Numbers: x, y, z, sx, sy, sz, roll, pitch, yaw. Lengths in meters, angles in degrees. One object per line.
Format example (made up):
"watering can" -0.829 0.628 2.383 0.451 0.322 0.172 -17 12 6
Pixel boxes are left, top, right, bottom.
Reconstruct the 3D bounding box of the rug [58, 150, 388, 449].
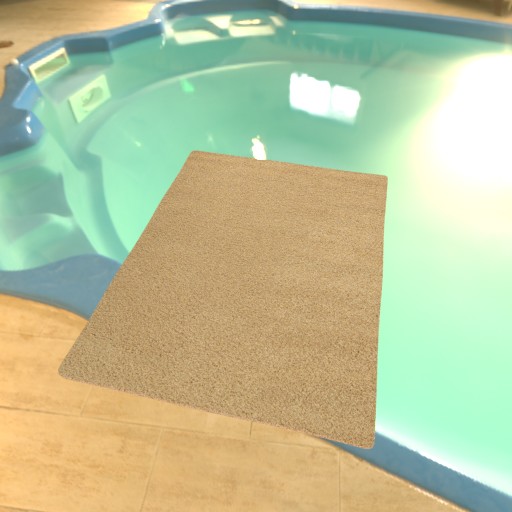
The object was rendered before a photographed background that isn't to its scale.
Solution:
"rug" 0.000 0.000 2.140 1.199 0.025 1.600 10 47 9
